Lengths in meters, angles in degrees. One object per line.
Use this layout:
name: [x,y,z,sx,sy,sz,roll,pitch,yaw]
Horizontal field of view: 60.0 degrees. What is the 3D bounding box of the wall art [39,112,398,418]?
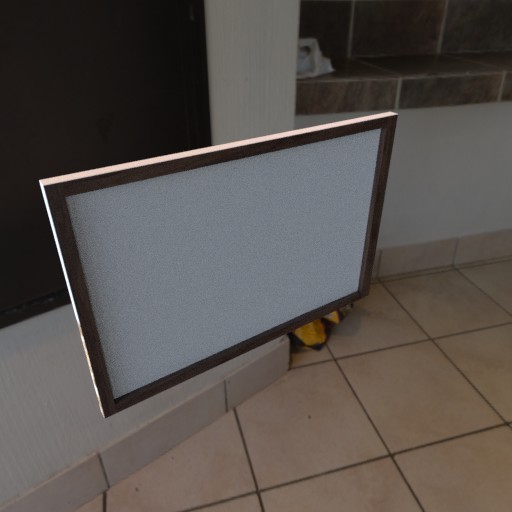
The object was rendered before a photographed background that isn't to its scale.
wall art: [0.000,0.000,1.925,1.520,1.016,0.051,-19,36,-28]
